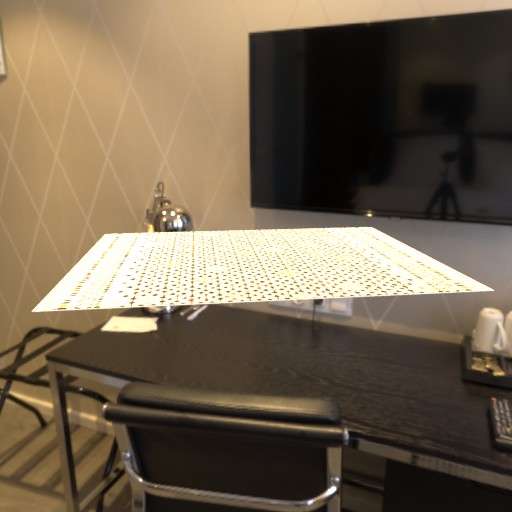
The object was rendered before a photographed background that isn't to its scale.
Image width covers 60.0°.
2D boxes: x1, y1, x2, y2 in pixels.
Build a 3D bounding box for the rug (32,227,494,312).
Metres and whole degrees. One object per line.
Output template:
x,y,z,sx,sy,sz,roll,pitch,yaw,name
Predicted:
0.000,0.000,2.025,1.556,0.006,1.146,-2,15,-7,rug
